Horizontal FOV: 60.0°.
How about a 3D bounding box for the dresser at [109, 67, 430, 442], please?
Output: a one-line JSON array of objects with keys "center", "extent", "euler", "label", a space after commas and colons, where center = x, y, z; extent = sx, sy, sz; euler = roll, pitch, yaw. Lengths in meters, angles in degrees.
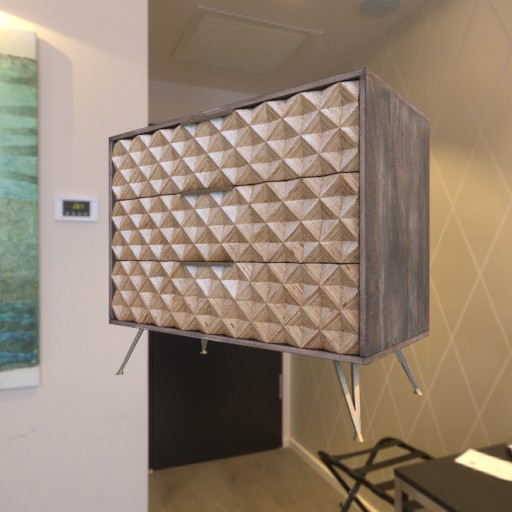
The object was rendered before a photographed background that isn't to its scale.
[{"center": [0.000, 0.000, 1.389], "extent": [0.923, 0.801, 0.453], "euler": [0, 0, 38], "label": "dresser"}]
